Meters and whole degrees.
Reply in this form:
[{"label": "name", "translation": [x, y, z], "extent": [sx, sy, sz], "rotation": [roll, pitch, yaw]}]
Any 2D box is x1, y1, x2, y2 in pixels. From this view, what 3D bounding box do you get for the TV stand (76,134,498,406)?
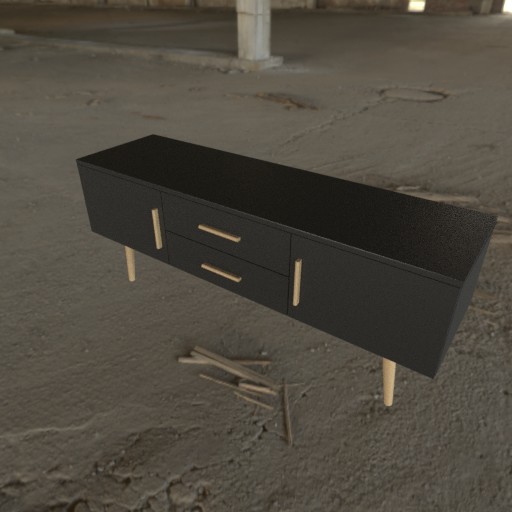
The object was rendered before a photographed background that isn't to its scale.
[{"label": "TV stand", "translation": [0.000, 0.000, 1.505], "extent": [1.312, 0.518, 0.390], "rotation": [20, 37, 29]}]
